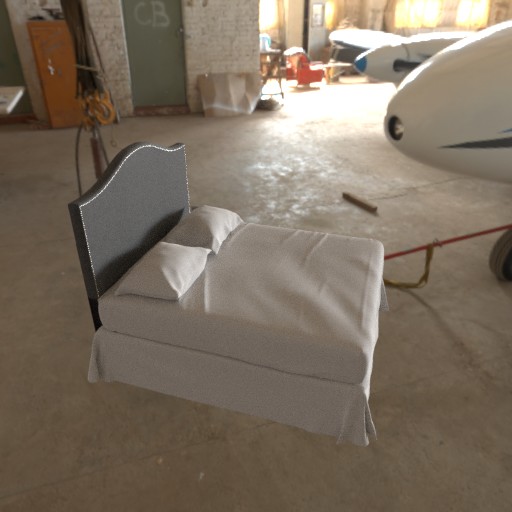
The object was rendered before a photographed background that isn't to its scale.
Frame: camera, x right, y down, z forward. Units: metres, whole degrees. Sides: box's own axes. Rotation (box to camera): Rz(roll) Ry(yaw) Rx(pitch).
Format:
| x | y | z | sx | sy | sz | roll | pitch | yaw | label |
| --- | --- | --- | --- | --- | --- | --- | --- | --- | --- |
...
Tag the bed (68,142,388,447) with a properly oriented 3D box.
| x | y | z | sx | sy | sz | roll | pitch | yaw | label |
| --- | --- | --- | --- | --- | --- | --- | --- | --- | --- |
| 0.000 | 0.000 | 3.568 | 2.221 | 1.645 | 1.876 | 9 | 30 | 15 | bed |
